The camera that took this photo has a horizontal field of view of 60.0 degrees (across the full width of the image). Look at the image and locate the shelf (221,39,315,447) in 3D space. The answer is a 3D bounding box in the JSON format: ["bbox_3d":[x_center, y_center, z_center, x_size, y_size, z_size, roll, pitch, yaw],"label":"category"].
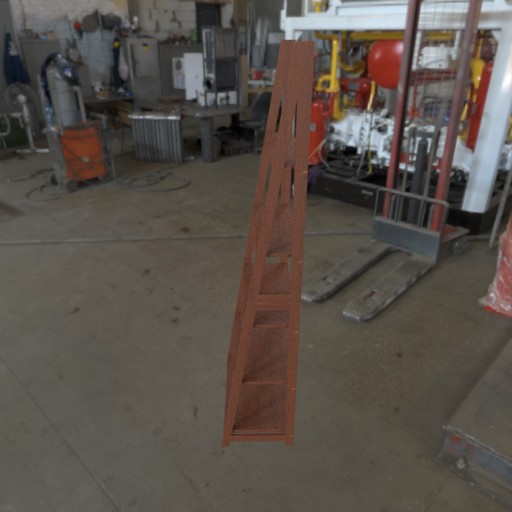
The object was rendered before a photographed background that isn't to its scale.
[{"bbox_3d":[0.000,0.000,2.024,0.350,1.770,0.600,-1,27,-1],"label":"shelf"}]
